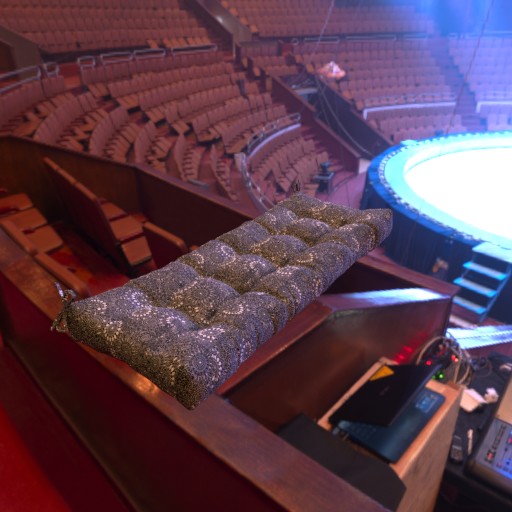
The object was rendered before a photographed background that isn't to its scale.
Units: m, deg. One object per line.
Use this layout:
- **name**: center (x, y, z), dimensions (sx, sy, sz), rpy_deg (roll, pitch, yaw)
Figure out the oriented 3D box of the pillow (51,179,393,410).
- **pillow**: center (0.000, 0.000, 1.416), dimensions (0.511, 0.174, 1.194), rpy_deg (18, 32, 32)
